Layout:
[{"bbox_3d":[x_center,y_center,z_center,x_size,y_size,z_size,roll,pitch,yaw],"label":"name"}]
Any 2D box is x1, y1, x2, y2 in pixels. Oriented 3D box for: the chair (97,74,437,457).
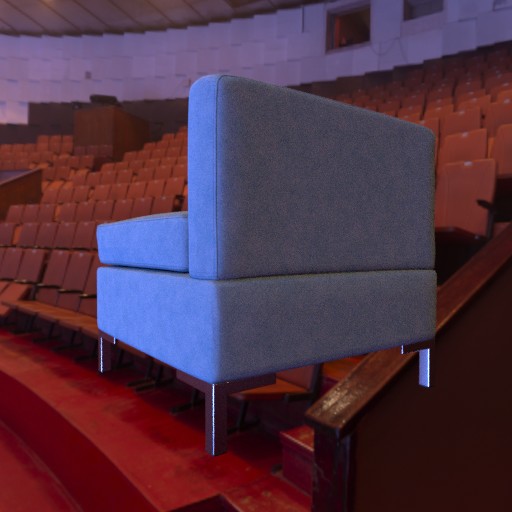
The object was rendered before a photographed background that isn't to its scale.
[{"bbox_3d":[0.000,0.000,1.197,0.684,0.660,0.685,-1,1,-36],"label":"chair"}]
